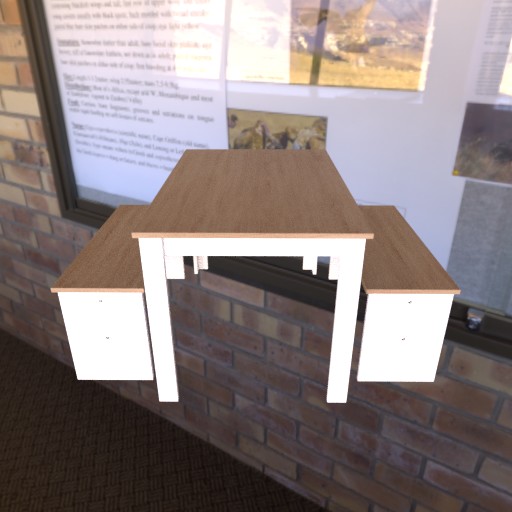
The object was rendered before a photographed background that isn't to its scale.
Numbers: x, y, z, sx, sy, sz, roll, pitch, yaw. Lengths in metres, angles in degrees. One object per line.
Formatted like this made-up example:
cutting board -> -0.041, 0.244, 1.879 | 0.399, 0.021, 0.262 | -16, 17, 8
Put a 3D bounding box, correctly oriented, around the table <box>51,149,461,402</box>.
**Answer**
table -> 0.000, 0.000, 1.981 | 1.443, 0.700, 1.100 | 0, 26, 0
